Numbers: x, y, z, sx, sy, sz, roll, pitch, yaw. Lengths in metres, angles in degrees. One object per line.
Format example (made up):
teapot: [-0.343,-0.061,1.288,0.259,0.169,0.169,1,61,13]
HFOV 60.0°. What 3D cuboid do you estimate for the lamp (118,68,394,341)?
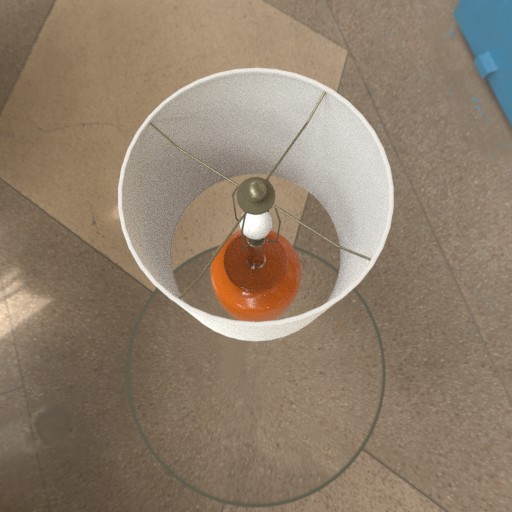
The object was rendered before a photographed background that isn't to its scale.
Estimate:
lamp: [0.000,0.000,1.093,0.418,0.871,0.418,-18,77,-4]
